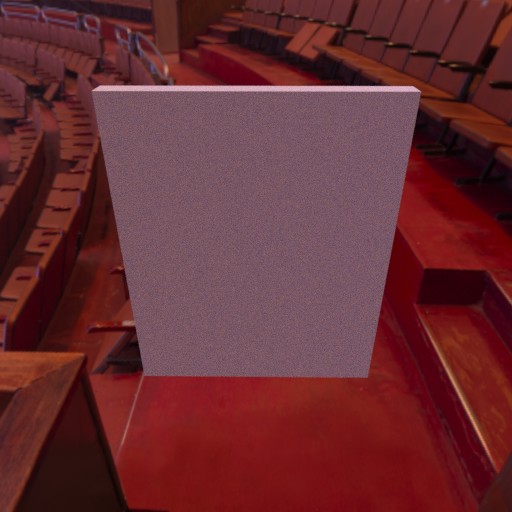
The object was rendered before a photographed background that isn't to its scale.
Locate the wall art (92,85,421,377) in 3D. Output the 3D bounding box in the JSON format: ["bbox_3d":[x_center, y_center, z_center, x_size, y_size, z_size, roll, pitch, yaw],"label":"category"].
[{"bbox_3d":[0.000,0.000,0.768,0.451,0.553,0.039,0,32,0],"label":"wall art"}]
